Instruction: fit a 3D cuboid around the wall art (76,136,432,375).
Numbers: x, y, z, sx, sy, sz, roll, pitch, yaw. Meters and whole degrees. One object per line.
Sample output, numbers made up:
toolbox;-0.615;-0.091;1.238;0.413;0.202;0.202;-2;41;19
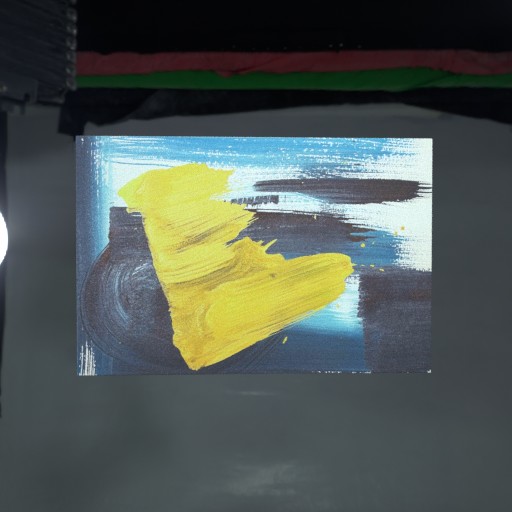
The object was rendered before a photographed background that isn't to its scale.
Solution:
wall art;0.000;0.000;1.159;0.914;0.610;0.039;0;1;-2
